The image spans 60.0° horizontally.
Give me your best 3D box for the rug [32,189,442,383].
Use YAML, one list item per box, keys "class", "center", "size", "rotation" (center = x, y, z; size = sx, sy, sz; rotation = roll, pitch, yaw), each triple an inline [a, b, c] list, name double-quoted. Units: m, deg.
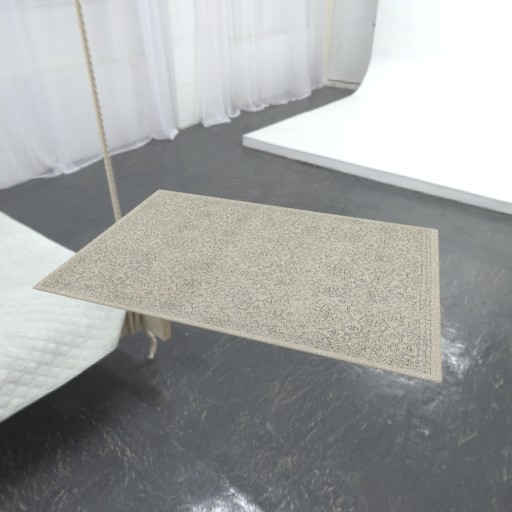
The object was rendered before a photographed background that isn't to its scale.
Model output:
- class: "rug"
  center: [0.000, 0.000, 2.922]
  size: [2.286, 0.011, 1.524]
  rotation: [10, 33, 16]
